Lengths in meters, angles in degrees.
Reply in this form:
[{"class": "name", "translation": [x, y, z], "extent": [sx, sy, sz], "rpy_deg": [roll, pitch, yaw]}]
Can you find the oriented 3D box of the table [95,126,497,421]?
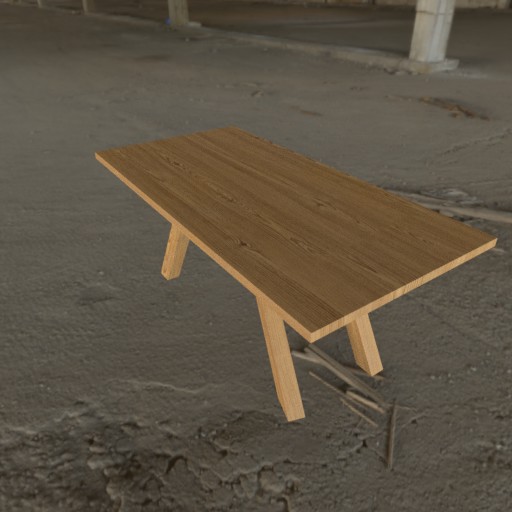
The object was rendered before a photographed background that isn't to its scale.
[{"class": "table", "translation": [0.000, 0.000, 2.224], "extent": [0.901, 0.750, 1.797], "rpy_deg": [-20, 37, -29]}]
